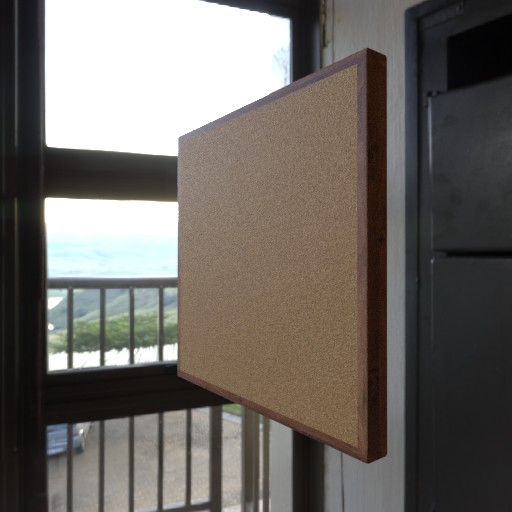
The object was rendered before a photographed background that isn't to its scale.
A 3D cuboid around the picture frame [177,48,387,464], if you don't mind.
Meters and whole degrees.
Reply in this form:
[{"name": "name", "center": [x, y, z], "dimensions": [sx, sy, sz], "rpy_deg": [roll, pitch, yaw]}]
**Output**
[{"name": "picture frame", "center": [0.000, 0.000, 0.526], "dimensions": [0.028, 0.356, 0.352], "rpy_deg": [0, 0, -37]}]
